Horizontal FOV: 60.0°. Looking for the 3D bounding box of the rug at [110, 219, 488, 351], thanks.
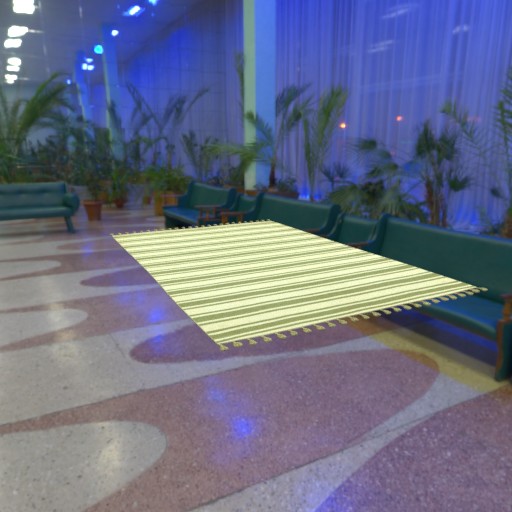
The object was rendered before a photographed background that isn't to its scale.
[{"bbox_3d":[0.000,0.000,3.049,1.540,0.018,2.435,-7,16,-26],"label":"rug"}]
